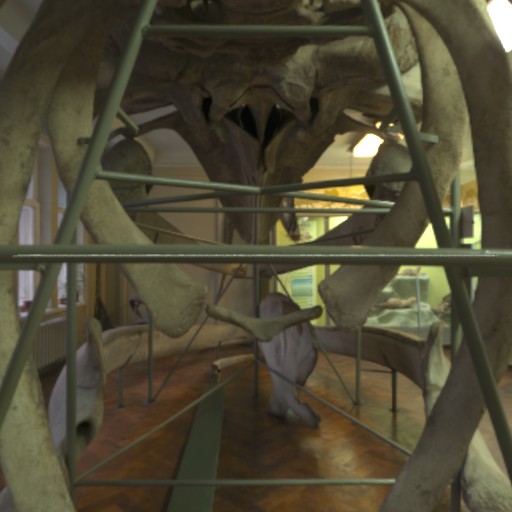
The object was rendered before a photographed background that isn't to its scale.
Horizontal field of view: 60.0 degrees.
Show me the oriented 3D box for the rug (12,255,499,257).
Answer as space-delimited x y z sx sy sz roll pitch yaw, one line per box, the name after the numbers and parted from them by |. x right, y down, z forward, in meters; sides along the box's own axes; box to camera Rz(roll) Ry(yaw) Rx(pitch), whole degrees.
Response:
0.000 0.000 1.408 1.219 0.007 0.604 0 0 1 | rug
